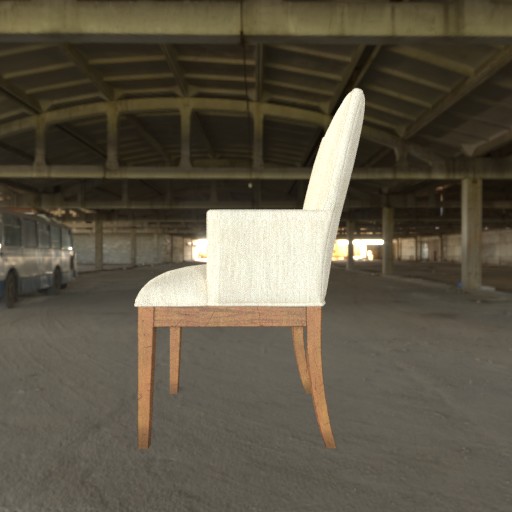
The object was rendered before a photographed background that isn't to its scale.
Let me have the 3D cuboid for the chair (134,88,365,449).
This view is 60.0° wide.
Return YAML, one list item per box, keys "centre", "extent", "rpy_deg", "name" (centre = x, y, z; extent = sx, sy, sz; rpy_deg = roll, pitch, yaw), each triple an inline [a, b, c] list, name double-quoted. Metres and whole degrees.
- centre: [0.000, 0.000, 1.411]
  extent: [0.641, 1.016, 0.533]
  rpy_deg: [0, 1, 0]
  name: "chair"
